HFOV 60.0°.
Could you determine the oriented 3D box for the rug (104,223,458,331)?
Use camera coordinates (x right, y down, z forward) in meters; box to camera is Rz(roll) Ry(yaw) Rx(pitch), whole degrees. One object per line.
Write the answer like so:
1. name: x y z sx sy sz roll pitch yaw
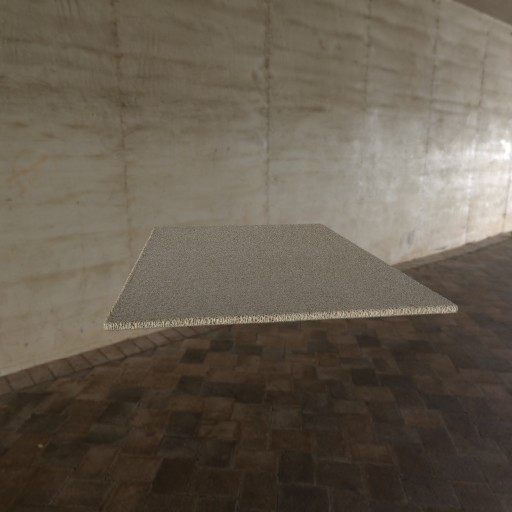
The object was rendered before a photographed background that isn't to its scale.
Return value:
1. rug: 0.000 0.000 2.343 1.219 0.030 1.778 -2 14 -7
